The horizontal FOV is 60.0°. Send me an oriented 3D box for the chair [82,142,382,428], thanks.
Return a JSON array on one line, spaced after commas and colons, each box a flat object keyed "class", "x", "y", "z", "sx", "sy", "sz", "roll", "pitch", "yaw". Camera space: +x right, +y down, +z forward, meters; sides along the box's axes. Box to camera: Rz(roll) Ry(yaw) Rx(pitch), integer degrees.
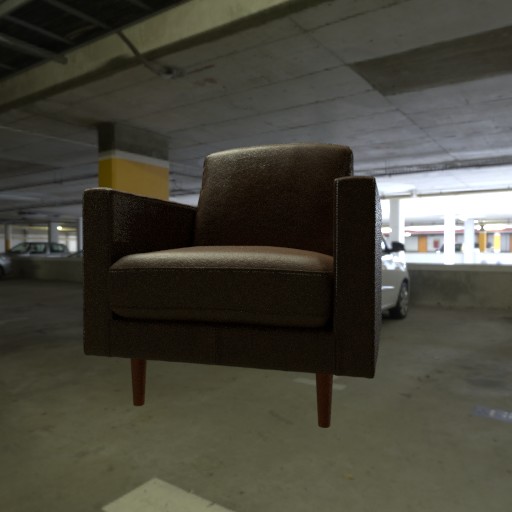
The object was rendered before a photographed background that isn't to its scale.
[{"class": "chair", "x": 0.000, "y": 0.000, "z": 1.652, "sx": 0.890, "sy": 0.956, "sz": 0.909, "roll": 0, "pitch": 1, "yaw": 17}]
